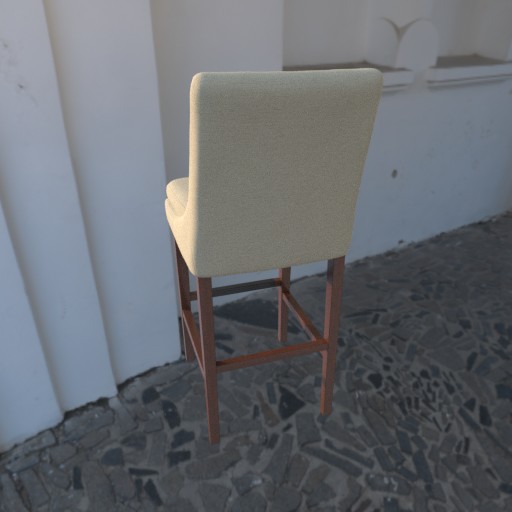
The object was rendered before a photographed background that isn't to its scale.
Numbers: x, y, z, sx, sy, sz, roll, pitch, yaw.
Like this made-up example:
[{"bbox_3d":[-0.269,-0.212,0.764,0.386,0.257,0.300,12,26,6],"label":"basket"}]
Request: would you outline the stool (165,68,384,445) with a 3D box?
[{"bbox_3d":[0.000,0.000,1.350,0.470,1.078,0.577,-8,28,-16],"label":"stool"}]
